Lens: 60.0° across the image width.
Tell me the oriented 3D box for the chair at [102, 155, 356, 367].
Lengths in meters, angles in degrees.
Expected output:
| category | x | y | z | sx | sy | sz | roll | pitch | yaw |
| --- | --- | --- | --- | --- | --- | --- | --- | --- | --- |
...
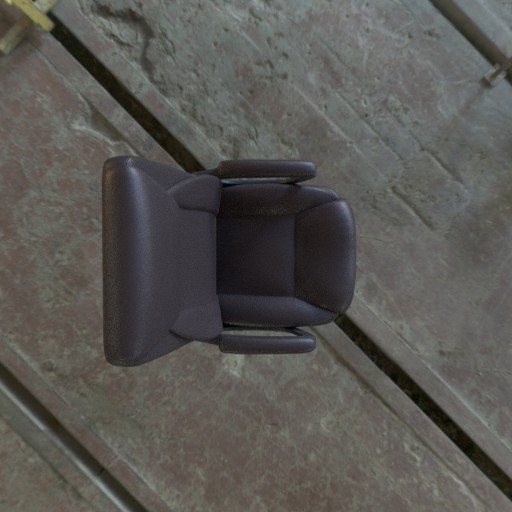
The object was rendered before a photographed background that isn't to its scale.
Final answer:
| category | x | y | z | sx | sy | sz | roll | pitch | yaw |
| --- | --- | --- | --- | --- | --- | --- | --- | --- | --- |
| chair | 0.000 | 0.000 | 1.444 | 0.655 | 1.072 | 0.615 | 0 | 92 | 1 |
